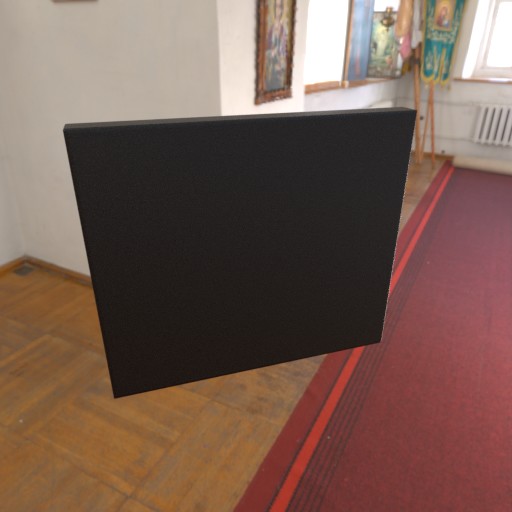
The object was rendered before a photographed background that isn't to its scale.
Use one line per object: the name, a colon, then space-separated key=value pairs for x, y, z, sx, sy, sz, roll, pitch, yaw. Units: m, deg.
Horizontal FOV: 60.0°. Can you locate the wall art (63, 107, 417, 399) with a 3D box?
wall art: x=0.000 y=0.000 z=0.543 sx=0.380 sy=0.330 sz=0.028 roll=-8 pitch=28 yaw=-16
